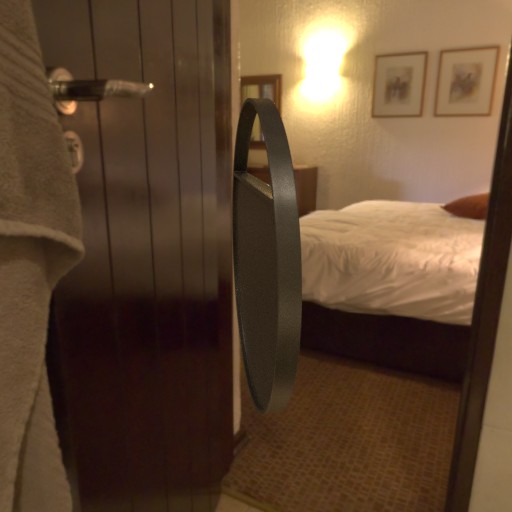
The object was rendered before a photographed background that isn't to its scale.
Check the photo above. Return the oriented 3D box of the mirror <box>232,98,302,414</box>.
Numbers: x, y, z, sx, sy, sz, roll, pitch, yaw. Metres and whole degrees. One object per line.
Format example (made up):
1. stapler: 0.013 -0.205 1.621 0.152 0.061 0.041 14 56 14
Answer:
1. mirror: 0.000 0.000 0.841 0.032 0.565 0.565 -2 15 -9
